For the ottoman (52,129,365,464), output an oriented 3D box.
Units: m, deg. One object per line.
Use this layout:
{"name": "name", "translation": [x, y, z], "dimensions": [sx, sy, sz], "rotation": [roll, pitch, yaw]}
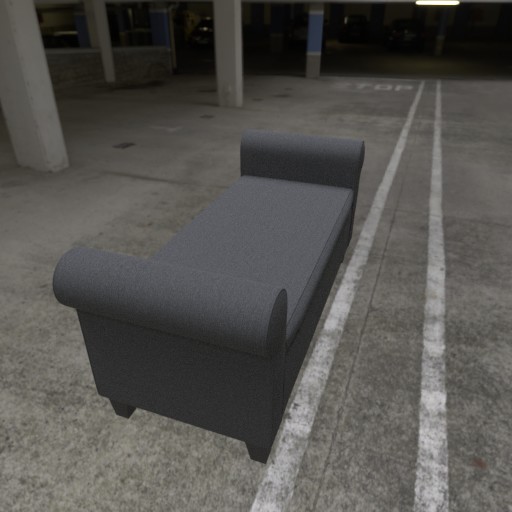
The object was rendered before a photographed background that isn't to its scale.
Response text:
{"name": "ottoman", "translation": [0.000, 0.000, 1.520], "dimensions": [0.521, 0.547, 1.256], "rotation": [10, 32, 17]}
